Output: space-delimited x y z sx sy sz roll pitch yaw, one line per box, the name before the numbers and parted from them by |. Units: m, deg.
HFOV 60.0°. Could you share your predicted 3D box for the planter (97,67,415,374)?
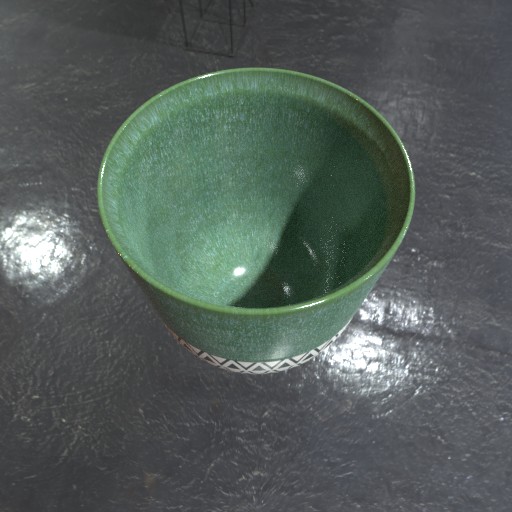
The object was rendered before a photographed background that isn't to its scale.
planter | 0.000 0.000 0.367 0.195 0.214 0.195 0 60 0
